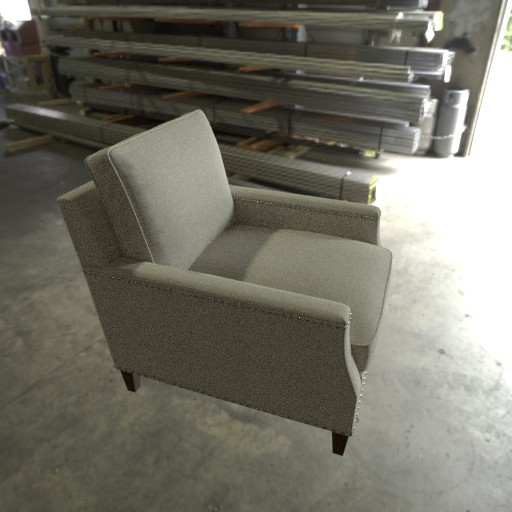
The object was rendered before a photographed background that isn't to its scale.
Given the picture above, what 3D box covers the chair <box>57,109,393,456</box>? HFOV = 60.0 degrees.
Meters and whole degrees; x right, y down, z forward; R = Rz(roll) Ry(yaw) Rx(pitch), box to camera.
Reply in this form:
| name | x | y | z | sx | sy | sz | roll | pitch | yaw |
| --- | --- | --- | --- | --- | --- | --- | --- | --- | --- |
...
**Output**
| name | x | y | z | sx | sy | sz | roll | pitch | yaw |
| --- | --- | --- | --- | --- | --- | --- | --- | --- | --- |
| chair | 0.000 | 0.000 | 1.720 | 1.014 | 0.943 | 0.853 | 10 | 31 | 17 |
